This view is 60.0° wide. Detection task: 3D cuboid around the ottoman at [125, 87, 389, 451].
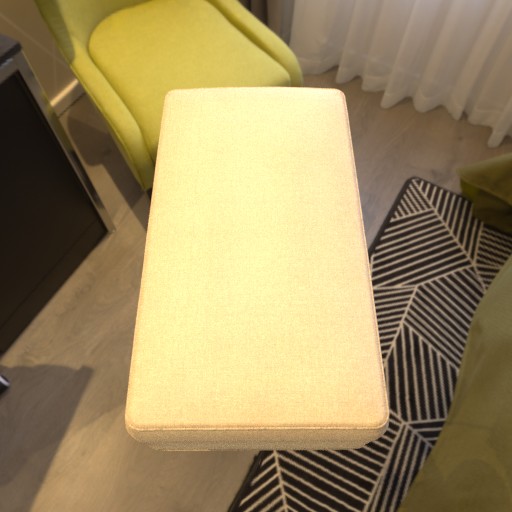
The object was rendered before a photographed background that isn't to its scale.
[{"bbox_3d":[0.000,0.000,1.392,0.617,0.448,1.097,0,62,0],"label":"ottoman"}]
